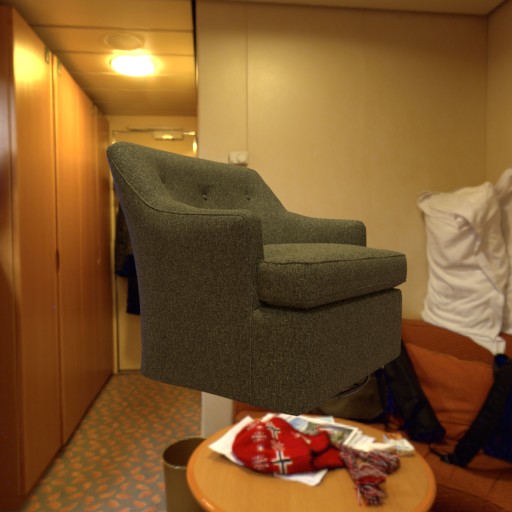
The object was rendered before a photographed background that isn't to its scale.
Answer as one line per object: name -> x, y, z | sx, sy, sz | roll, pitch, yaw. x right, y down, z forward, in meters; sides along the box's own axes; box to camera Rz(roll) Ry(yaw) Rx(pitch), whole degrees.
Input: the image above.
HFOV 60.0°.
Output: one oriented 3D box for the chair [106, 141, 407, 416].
chair -> 0.000, 0.000, 1.680 | 0.923, 0.856, 0.864 | 2, 3, 37
